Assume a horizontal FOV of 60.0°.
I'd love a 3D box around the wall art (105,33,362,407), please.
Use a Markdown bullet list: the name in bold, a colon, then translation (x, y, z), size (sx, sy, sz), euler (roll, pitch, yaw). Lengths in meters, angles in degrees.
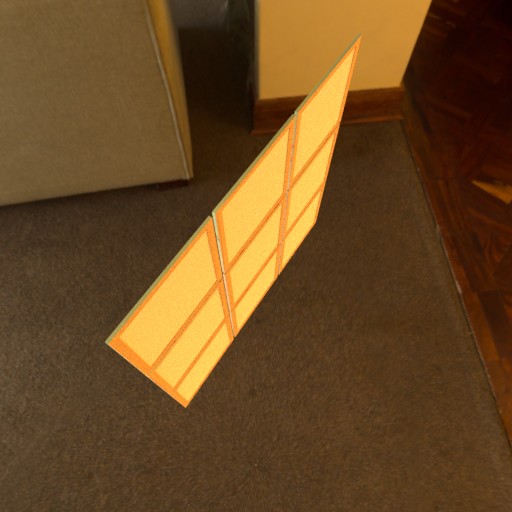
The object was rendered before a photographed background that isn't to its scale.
- **wall art**: translation (0.000, 0.000, 2.207), size (0.013, 1.523, 1.517), euler (31, 69, 14)
